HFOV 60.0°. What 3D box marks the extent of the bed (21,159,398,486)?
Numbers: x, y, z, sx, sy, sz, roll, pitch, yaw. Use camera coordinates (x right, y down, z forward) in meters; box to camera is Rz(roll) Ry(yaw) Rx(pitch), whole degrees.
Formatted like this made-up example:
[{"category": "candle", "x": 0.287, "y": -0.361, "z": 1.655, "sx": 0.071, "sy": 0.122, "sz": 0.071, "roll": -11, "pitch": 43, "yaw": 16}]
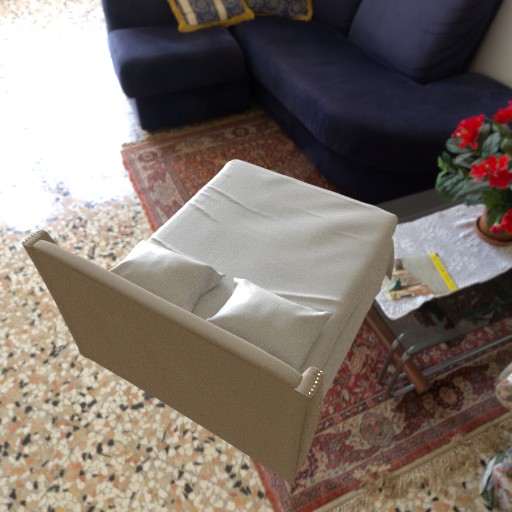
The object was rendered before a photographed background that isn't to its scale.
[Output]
[{"category": "bed", "x": 0.000, "y": 0.000, "z": 3.406, "sx": 1.925, "sy": 1.332, "sz": 2.276, "roll": 23, "pitch": 52, "yaw": 20}]
